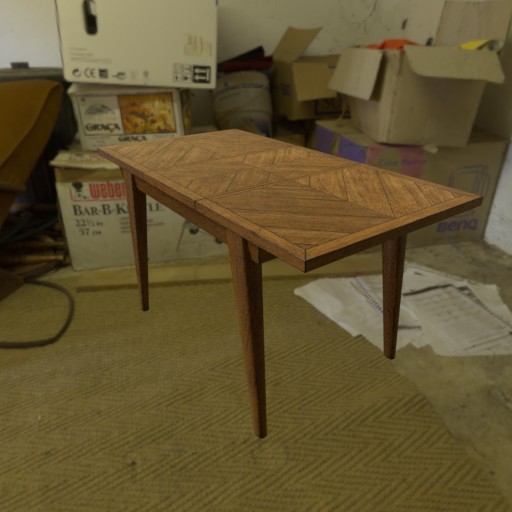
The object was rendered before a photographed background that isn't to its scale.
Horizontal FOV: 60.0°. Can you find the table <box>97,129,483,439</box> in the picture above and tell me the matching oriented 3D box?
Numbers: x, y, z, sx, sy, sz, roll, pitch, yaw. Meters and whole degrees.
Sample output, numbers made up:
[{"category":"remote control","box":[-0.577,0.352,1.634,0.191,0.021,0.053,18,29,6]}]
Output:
[{"category":"table","box":[0.000,0.000,1.876,0.757,0.760,1.400,-18,32,-32]}]
